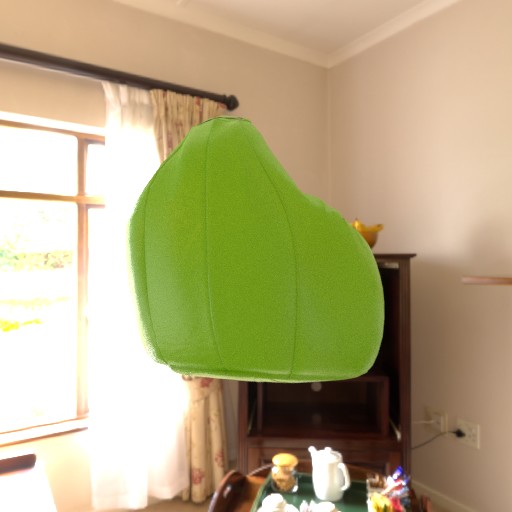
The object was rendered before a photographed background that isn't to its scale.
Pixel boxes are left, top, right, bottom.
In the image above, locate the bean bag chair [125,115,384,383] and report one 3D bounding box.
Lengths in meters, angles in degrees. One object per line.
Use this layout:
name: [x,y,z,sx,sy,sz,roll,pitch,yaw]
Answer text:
bean bag chair: [0.000,0.000,1.932,1.070,0.990,1.070,0,-1,18]
